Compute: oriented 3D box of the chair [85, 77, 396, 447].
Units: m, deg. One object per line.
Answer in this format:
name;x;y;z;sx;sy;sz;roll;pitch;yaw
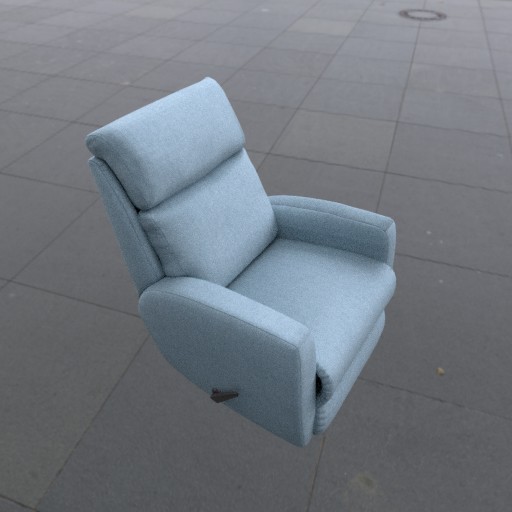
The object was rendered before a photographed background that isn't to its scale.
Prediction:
chair;0.000;0.000;1.650;0.940;1.013;0.812;24;46;25
